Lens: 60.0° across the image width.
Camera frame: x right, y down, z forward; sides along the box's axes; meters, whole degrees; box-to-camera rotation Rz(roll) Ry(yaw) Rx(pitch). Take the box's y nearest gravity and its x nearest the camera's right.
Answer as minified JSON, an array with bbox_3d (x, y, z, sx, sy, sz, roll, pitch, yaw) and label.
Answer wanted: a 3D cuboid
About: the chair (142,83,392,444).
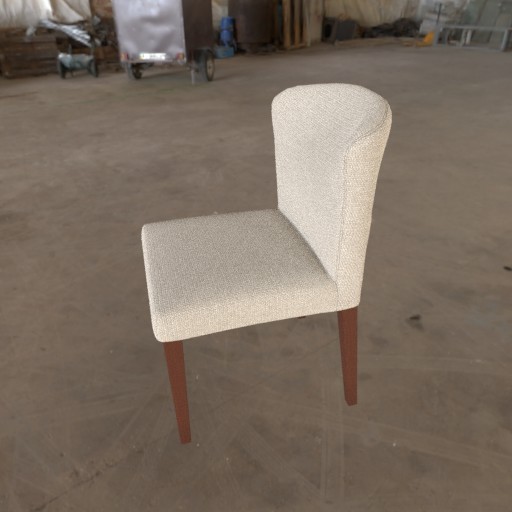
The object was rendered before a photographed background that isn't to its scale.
[{"bbox_3d":[0.000,0.000,1.207,0.589,0.839,0.491,-8,32,-13],"label":"chair"}]
